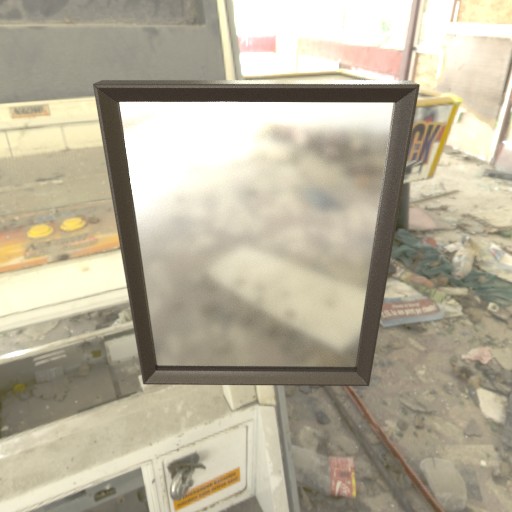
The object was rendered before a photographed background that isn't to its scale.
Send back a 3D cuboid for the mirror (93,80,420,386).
[{"bbox_3d":[0.000,0.000,0.690,0.406,0.509,0.041,0,29,1],"label":"mirror"}]
